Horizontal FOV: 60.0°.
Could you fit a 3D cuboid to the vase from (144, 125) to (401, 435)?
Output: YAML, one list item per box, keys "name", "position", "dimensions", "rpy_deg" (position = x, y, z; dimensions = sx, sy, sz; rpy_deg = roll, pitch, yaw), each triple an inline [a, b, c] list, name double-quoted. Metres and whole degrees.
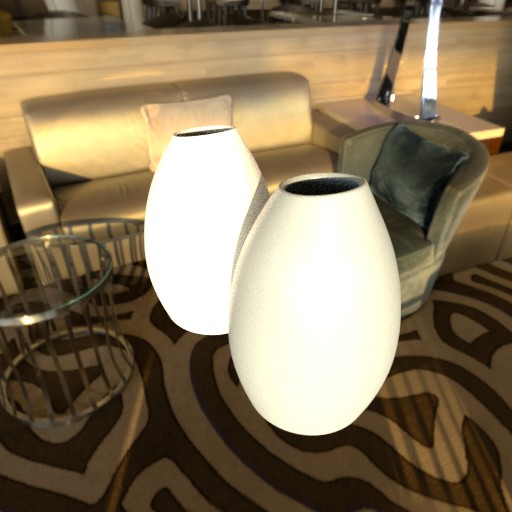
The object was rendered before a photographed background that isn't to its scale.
- name: "vase"
  position: [0.000, 0.000, 0.260]
  dimensions: [0.089, 0.131, 0.187]
  rpy_deg: [-22, 39, -31]
